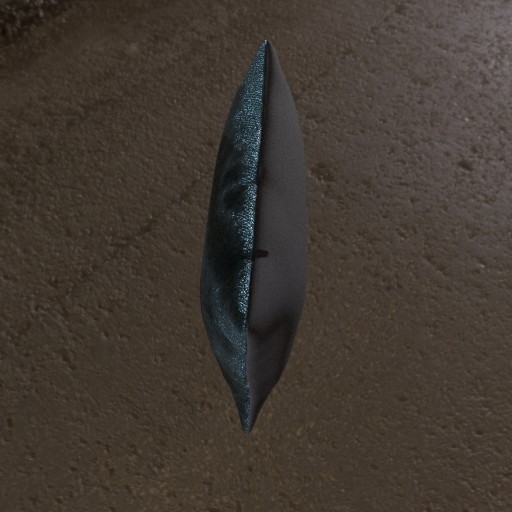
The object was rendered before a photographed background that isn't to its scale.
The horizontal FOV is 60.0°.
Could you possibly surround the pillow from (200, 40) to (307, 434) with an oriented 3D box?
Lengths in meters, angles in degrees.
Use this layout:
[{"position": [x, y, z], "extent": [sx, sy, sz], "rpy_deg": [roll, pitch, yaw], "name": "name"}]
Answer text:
[{"position": [0.000, 0.000, 0.661], "extent": [0.138, 0.430, 0.436], "rpy_deg": [3, 59, 2], "name": "pillow"}]
